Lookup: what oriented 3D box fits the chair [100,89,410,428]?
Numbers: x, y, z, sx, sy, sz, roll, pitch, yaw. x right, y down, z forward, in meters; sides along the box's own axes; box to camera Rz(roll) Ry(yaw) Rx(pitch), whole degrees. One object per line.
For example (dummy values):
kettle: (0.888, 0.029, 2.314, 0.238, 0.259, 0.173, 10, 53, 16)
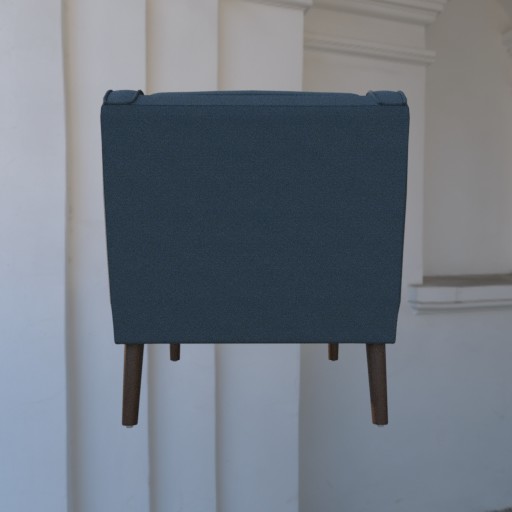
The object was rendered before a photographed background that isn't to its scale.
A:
chair: (0.000, 0.000, 1.289, 0.663, 0.780, 0.733, 0, 1, 0)
